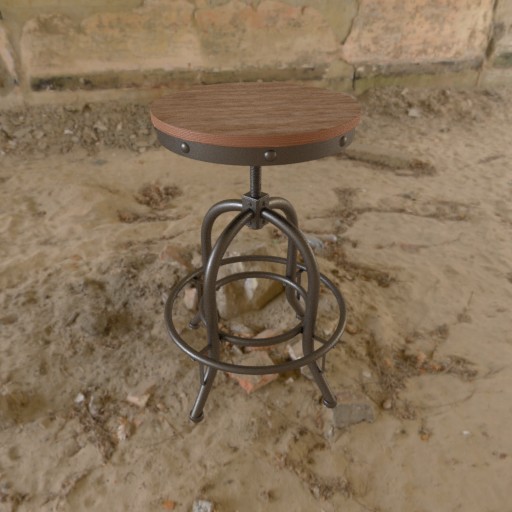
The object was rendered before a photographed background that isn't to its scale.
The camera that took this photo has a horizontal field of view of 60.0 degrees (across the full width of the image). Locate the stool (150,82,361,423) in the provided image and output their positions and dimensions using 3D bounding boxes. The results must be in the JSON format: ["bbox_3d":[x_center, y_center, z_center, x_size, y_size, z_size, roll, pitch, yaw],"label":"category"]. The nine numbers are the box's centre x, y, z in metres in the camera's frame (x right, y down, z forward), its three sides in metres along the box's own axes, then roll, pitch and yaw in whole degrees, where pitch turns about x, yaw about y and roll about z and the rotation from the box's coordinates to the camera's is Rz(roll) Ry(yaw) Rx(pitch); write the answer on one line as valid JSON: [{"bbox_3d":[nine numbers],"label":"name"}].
[{"bbox_3d":[0.000,0.000,0.910,0.439,0.609,0.439,23,39,31],"label":"stool"}]
